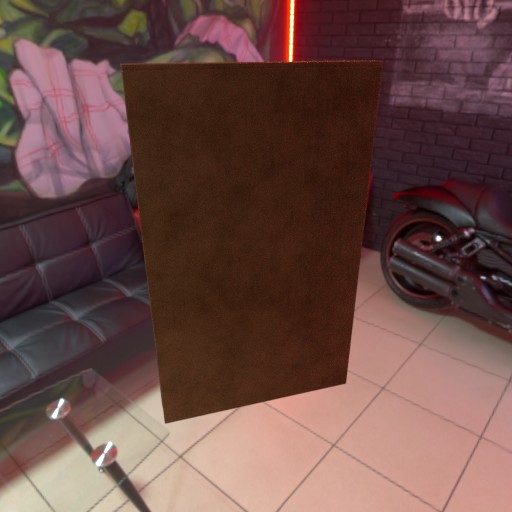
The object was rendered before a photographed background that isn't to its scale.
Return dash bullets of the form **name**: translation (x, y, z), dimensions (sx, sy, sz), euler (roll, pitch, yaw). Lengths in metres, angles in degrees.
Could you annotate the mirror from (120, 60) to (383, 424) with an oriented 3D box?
- **mirror**: translation (0.000, 0.000, 0.956), dimensions (0.468, 0.768, 0.082), euler (-8, 27, -15)
